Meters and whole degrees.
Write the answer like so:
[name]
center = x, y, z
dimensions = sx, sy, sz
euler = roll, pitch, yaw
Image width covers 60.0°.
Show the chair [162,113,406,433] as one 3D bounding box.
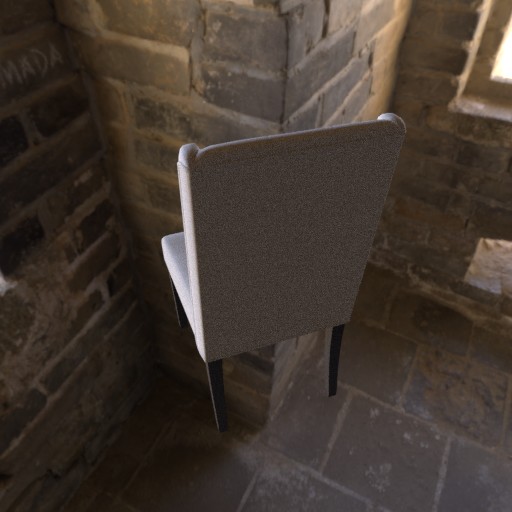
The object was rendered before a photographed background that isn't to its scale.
[chair]
center = 0.000, 0.000, 1.268
dimensions = 0.474, 0.961, 0.523
euler = -13, 42, -15
